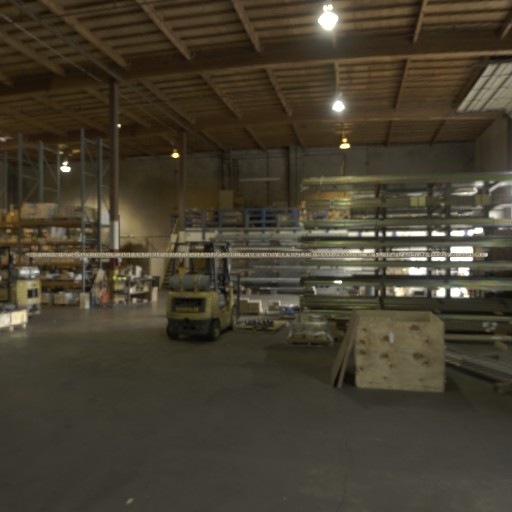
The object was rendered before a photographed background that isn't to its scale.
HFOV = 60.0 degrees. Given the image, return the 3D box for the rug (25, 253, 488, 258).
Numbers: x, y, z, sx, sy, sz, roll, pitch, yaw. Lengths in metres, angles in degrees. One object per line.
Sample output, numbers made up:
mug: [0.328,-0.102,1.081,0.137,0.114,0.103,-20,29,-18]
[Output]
rug: [0.000,0.000,3.435,2.700,0.024,1.801,0,0,0]
